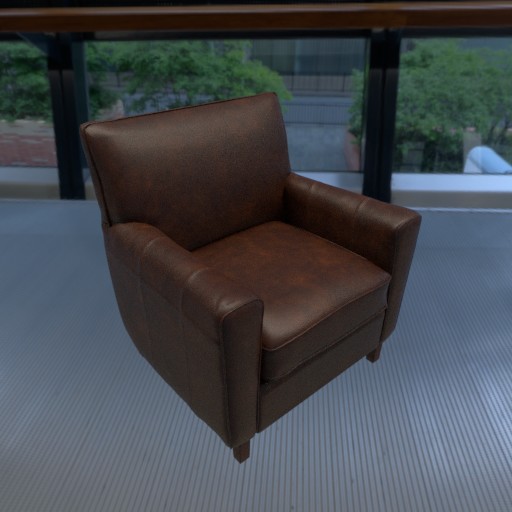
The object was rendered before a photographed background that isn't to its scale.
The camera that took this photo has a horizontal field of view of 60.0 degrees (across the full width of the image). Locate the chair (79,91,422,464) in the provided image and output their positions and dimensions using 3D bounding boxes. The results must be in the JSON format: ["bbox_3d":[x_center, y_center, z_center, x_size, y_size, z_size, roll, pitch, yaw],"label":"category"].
[{"bbox_3d":[0.000,0.000,1.606,0.870,0.943,0.823,-24,38,-34],"label":"chair"}]
